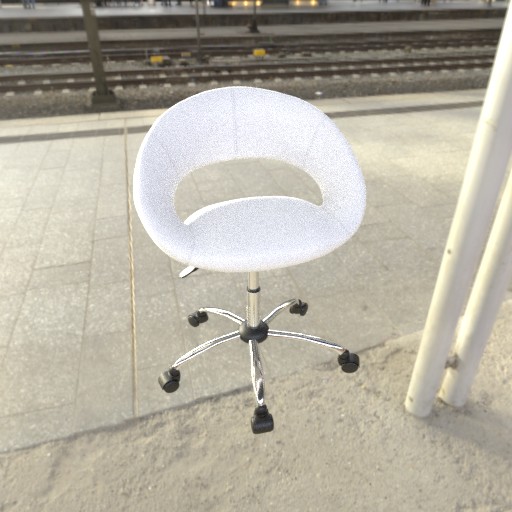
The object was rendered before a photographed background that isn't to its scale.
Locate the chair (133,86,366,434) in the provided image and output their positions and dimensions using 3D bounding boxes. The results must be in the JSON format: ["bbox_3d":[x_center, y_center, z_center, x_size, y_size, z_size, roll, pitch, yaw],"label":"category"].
[{"bbox_3d":[0.000,0.000,1.201,0.612,0.791,0.538,-9,33,-15],"label":"chair"}]
